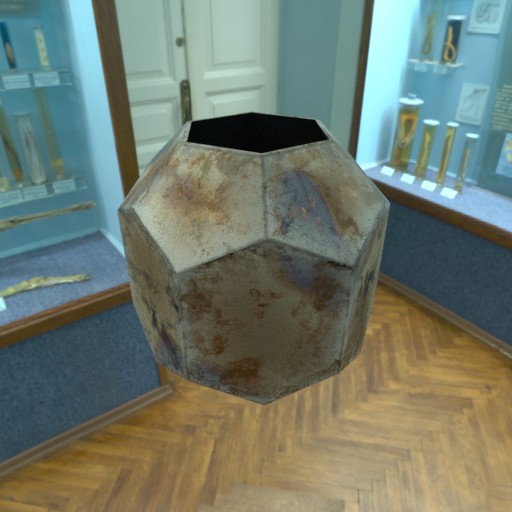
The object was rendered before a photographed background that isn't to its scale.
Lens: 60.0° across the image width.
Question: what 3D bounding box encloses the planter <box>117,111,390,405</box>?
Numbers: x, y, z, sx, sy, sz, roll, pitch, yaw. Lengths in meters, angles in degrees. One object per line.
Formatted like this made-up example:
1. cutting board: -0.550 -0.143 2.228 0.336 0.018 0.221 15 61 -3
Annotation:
1. planter: 0.000 0.000 0.420 0.221 0.238 0.243 -19 35 -29
